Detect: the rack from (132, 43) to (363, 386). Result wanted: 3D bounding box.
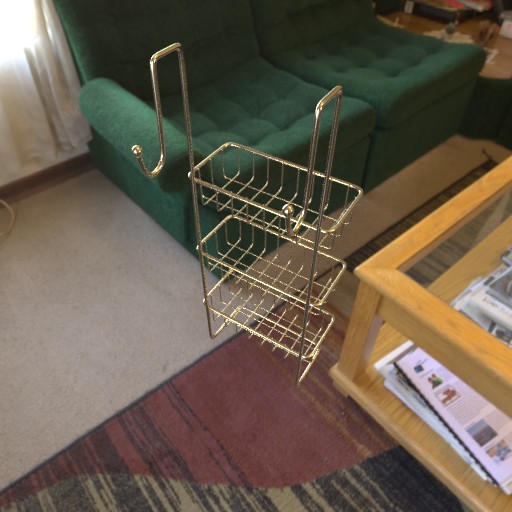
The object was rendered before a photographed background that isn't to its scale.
[{"bbox_3d":[0.000,0.000,0.657,0.228,0.574,0.202,24,51,22],"label":"rack"}]
